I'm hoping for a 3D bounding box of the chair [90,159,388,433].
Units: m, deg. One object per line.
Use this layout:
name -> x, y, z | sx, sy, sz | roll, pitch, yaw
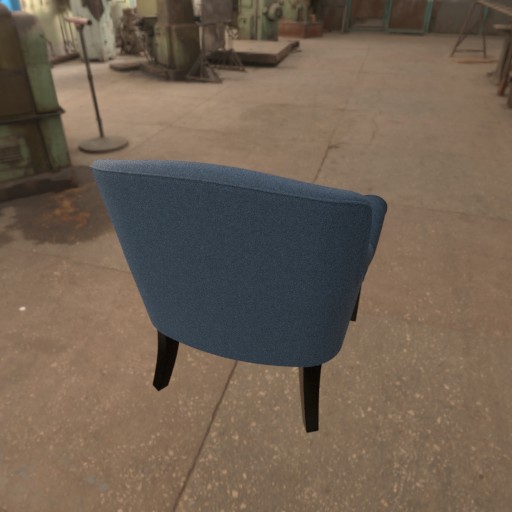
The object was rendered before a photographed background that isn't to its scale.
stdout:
chair -> 0.000, 0.000, 1.462 | 0.770, 0.878, 0.754 | 10, 34, 15
